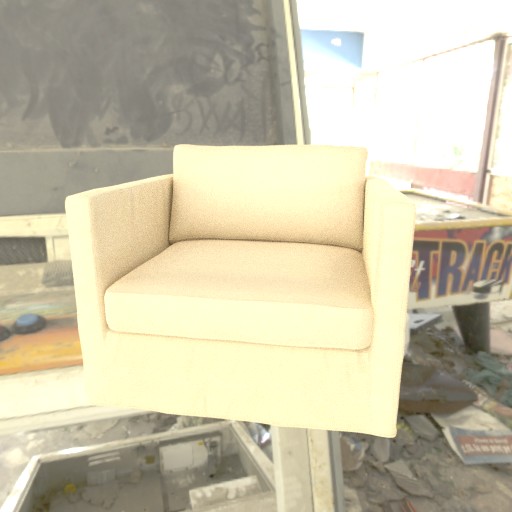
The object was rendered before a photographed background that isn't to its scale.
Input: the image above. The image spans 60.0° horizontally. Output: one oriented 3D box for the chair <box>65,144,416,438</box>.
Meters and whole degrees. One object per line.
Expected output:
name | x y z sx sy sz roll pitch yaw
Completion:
chair | 0.000 0.000 1.751 1.057 0.851 0.947 3 15 10
